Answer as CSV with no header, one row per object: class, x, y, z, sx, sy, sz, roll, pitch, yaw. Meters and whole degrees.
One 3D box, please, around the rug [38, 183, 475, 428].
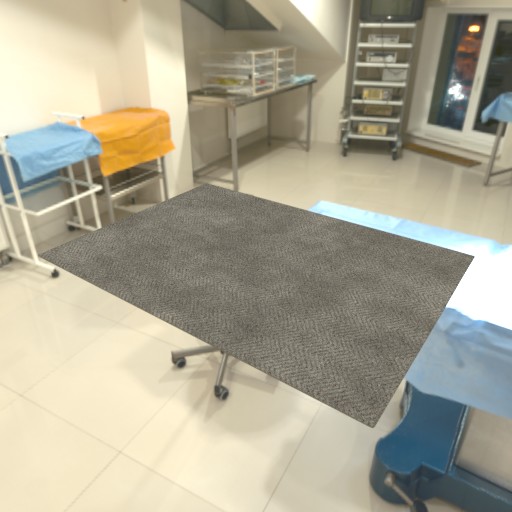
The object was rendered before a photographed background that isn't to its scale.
rug,0.000,0.000,2.781,2.235,0.008,1.600,20,35,31
